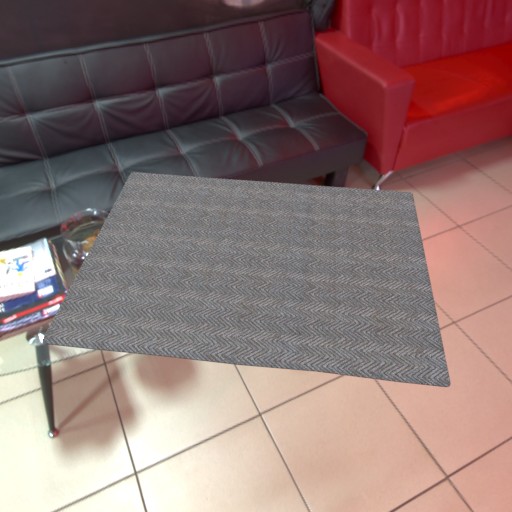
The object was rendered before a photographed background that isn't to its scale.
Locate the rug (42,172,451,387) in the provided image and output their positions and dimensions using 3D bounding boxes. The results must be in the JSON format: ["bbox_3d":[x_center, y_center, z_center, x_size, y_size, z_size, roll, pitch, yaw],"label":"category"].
[{"bbox_3d":[0.000,0.000,5.223,3.957,0.011,2.894,5,46,5],"label":"rug"}]
